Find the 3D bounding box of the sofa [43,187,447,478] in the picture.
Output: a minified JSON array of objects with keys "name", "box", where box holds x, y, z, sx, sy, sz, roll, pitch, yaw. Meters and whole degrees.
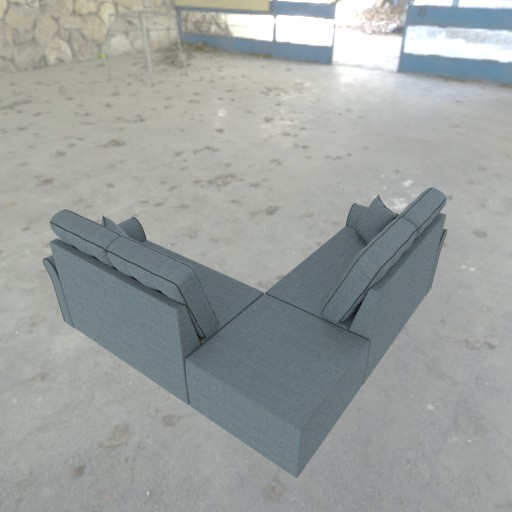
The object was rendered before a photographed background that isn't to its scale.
[{"name":"sofa","box":[0.000,0.000,3.228,2.070,0.988,2.068,22,38,30]}]
